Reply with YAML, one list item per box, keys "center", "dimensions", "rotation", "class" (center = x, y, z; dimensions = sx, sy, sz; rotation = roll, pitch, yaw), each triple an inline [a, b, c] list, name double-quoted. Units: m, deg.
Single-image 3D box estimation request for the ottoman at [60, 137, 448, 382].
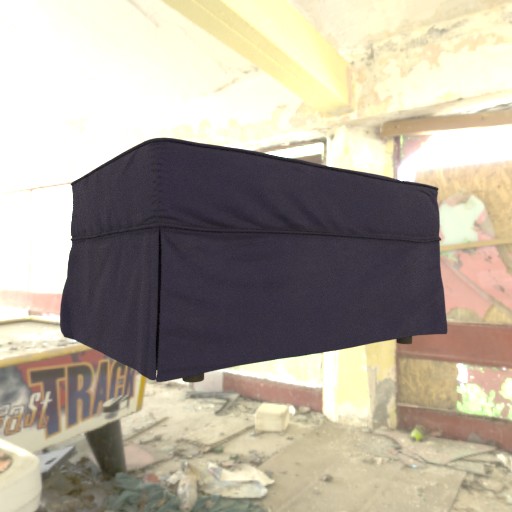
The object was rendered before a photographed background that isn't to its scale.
- center: [0.000, 0.000, 1.278]
  dimensions: [0.938, 0.503, 0.637]
  rotation: [1, -1, -36]
  class: "ottoman"
